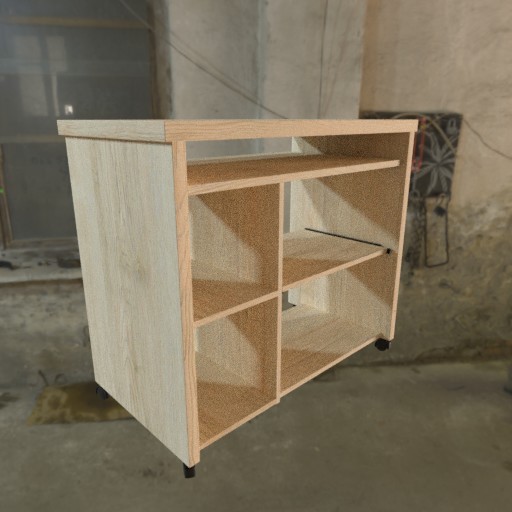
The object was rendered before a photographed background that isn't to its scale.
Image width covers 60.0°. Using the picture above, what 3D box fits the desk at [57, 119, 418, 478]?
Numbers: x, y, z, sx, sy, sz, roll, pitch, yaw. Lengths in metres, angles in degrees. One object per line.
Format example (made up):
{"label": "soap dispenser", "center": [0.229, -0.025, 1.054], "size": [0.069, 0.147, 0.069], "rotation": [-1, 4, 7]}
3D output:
{"label": "desk", "center": [0.000, 0.000, 1.310], "size": [0.885, 0.770, 0.480], "rotation": [-16, 23, -41]}
